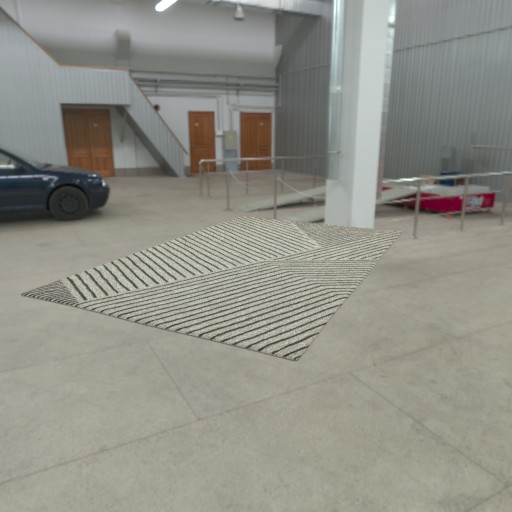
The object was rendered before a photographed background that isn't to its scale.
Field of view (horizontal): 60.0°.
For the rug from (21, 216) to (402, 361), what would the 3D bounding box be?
[{"bbox_3d":[0.000,0.000,2.997,1.539,0.023,2.406,8,18,25],"label":"rug"}]
